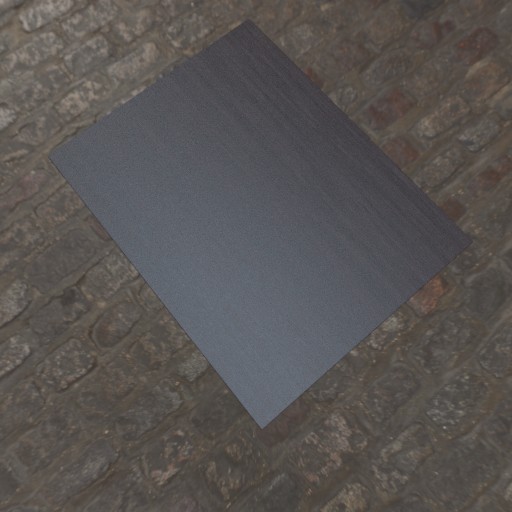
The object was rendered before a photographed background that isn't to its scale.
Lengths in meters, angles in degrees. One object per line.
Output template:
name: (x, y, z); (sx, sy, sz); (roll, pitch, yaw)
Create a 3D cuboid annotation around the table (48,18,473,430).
table: (0.000, 0.000, 0.926); (0.381, 0.635, 0.480); (-39, 78, -10)
